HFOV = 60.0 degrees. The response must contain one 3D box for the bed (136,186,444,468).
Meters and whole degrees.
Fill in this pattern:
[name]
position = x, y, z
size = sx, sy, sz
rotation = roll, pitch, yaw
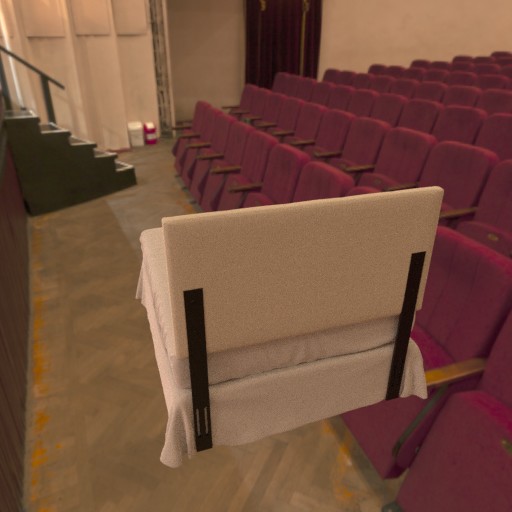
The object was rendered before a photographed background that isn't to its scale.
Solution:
[bed]
position = 0.000, 0.000, 3.541
size = 1.936, 1.577, 2.222
rotation = -8, 28, -17
